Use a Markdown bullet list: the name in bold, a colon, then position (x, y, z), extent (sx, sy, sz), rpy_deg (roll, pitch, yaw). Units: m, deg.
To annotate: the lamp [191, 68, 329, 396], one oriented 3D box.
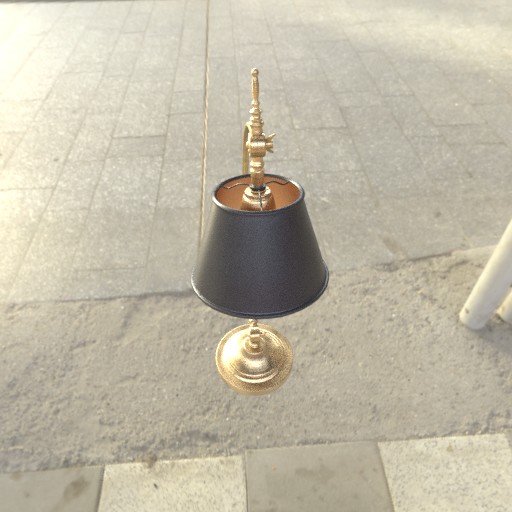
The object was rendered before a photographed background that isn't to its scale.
- **lamp**: position (0.000, 0.000, 0.809), extent (0.235, 0.675, 0.344), rpy_deg (-5, 46, -4)
